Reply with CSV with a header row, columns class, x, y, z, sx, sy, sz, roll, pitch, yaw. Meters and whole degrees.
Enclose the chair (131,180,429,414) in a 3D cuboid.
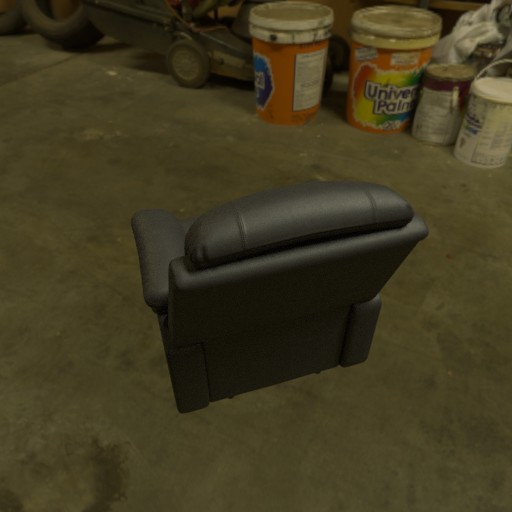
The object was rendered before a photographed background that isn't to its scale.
class,x,y,z,sx,sy,sz,roll,pitch,yaw
chair,0.000,0.000,1.665,0.855,0.992,0.919,-12,42,-13
